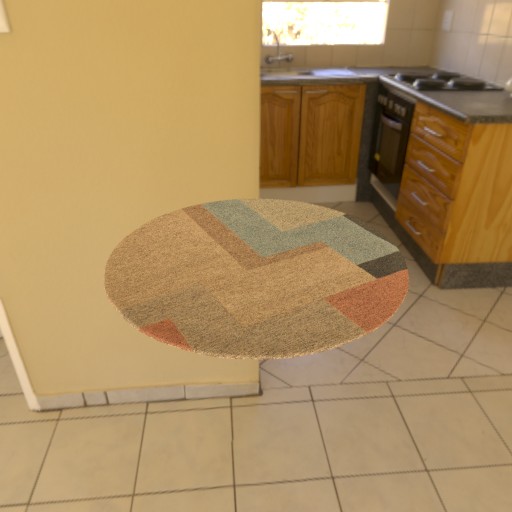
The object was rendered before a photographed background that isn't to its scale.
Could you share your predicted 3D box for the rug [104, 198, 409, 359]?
[{"bbox_3d":[0.000,0.000,3.723,2.461,0.033,2.461,0,30,0],"label":"rug"}]
